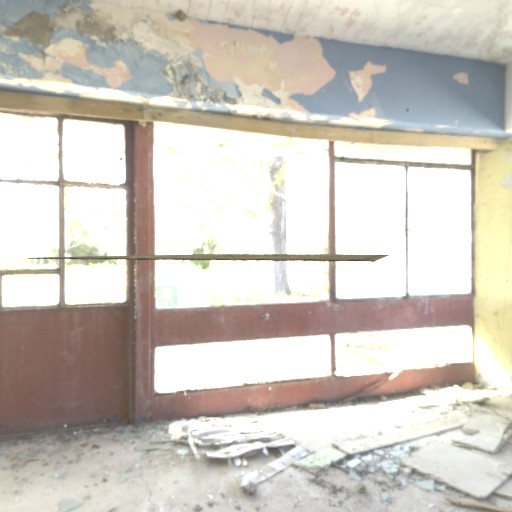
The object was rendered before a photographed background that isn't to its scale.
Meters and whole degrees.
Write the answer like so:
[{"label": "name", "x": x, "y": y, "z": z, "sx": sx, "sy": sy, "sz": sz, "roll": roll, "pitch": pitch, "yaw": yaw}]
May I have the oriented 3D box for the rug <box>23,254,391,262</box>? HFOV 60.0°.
[{"label": "rug", "x": 0.000, "y": 0.000, "z": 3.484, "sx": 1.971, "sy": 0.010, "sz": 2.651, "roll": 0, "pitch": 1, "yaw": 18}]
